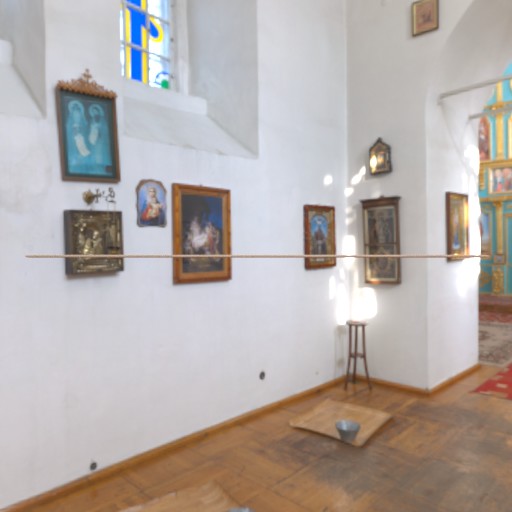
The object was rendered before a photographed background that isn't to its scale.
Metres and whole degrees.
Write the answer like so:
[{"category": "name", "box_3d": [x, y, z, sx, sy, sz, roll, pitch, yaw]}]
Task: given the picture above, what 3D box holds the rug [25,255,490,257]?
[{"category": "rug", "box_3d": [0.000, 0.000, 4.111, 3.039, 0.018, 2.462, 0, 0, -1]}]
